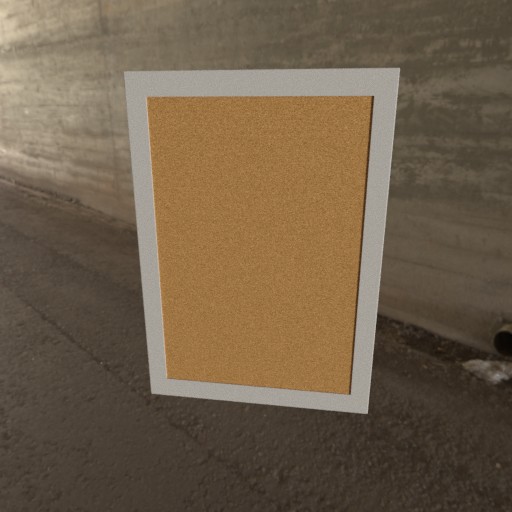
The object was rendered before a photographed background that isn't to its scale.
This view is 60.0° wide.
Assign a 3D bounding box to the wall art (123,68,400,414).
[{"bbox_3d":[0.000,0.000,0.681,0.374,0.529,0.012,3,18,8],"label":"wall art"}]
